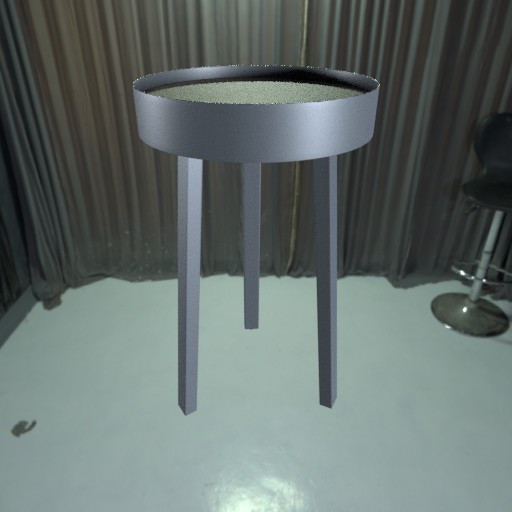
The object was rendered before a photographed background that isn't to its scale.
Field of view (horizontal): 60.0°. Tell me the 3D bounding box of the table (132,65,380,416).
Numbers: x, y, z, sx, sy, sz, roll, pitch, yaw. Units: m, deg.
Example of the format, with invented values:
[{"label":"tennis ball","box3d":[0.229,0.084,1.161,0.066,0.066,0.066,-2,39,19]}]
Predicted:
[{"label":"table","box3d":[0.000,0.000,0.920,0.406,0.686,0.406,-1,30,-3]}]
